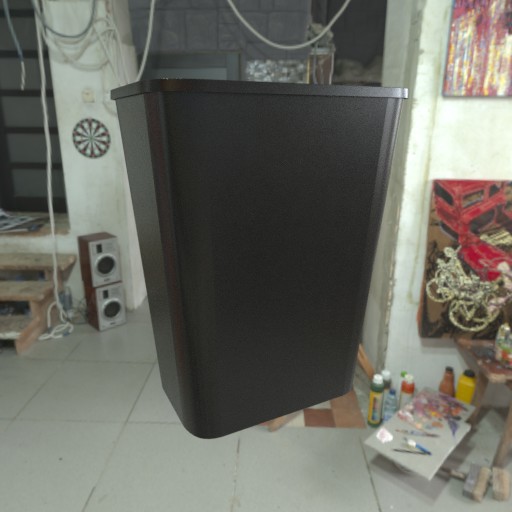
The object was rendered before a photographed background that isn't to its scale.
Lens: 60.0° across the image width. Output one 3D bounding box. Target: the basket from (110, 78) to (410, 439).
[{"bbox_3d":[0.000,0.000,0.742,0.394,0.521,0.287,-9,19,-26],"label":"basket"}]
